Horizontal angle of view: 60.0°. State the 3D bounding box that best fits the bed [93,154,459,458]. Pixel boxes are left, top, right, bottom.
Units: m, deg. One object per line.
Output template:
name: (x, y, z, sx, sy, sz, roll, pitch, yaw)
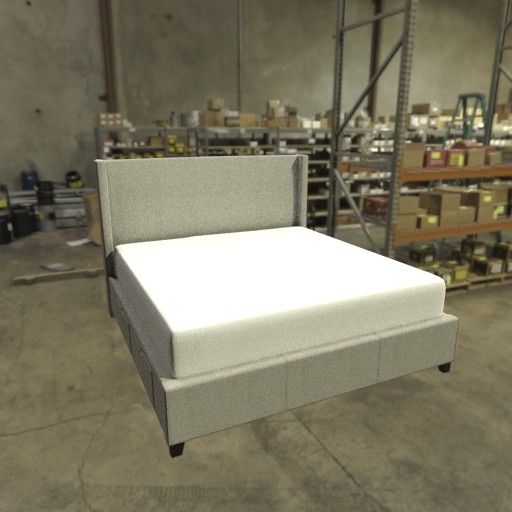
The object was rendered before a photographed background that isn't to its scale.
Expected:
bed: (0.000, 0.000, 3.613, 2.140, 1.470, 2.280, -7, 17, -24)
